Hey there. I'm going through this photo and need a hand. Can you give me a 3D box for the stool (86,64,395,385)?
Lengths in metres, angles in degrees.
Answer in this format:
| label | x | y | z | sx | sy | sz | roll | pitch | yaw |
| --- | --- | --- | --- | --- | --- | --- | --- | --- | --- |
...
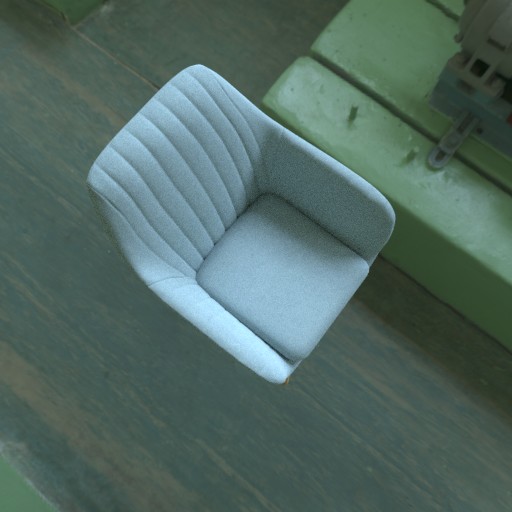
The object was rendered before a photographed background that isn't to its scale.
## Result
| label | x | y | z | sx | sy | sz | roll | pitch | yaw |
| --- | --- | --- | --- | --- | --- | --- | --- | --- | --- |
| stool | 0.000 | 0.000 | 1.209 | 0.590 | 0.830 | 0.503 | 37 | 78 | 9 |
